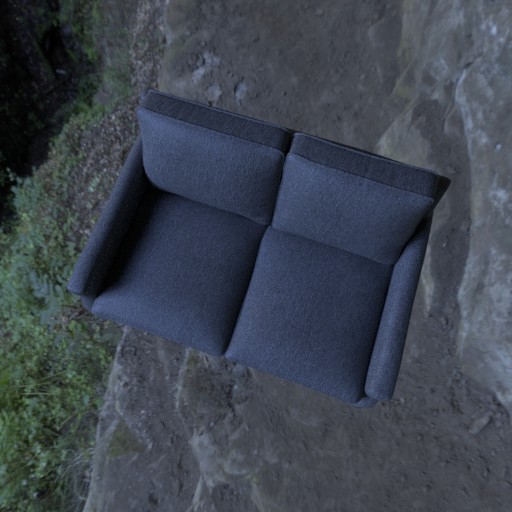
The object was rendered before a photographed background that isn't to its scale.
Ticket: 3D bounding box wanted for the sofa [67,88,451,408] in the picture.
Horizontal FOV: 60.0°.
[{"bbox_3d":[0.000,0.000,2.259,1.597,1.003,1.084,18,75,5],"label":"sofa"}]
